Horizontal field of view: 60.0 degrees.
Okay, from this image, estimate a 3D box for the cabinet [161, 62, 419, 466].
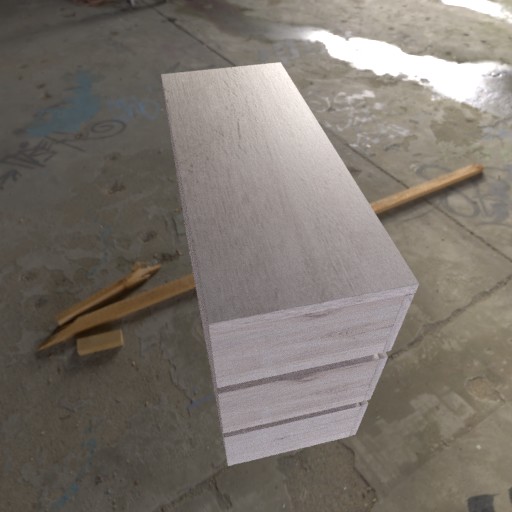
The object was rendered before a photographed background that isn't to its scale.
[{"bbox_3d":[0.000,0.000,1.487,0.420,0.820,1.040,-10,48,-9],"label":"cabinet"}]
